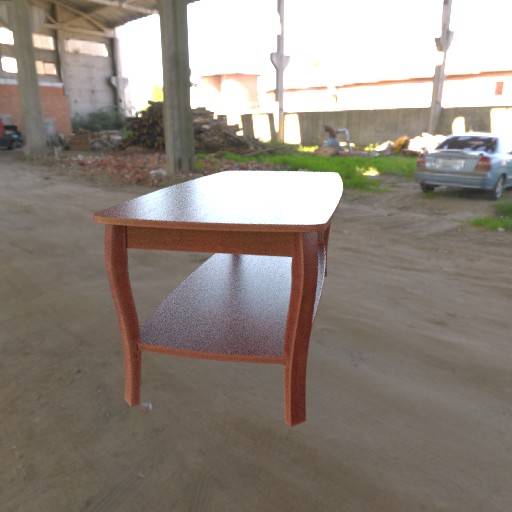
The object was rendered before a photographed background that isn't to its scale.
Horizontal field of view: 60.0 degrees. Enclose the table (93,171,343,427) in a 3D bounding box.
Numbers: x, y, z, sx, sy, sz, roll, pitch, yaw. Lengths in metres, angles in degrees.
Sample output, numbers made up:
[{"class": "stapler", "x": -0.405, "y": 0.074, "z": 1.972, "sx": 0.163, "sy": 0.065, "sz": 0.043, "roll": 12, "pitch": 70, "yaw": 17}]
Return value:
[{"class": "table", "x": 0.000, "y": 0.000, "z": 1.524, "sx": 0.561, "sy": 0.473, "sz": 1.216, "roll": 3, "pitch": 16, "yaw": 11}]
